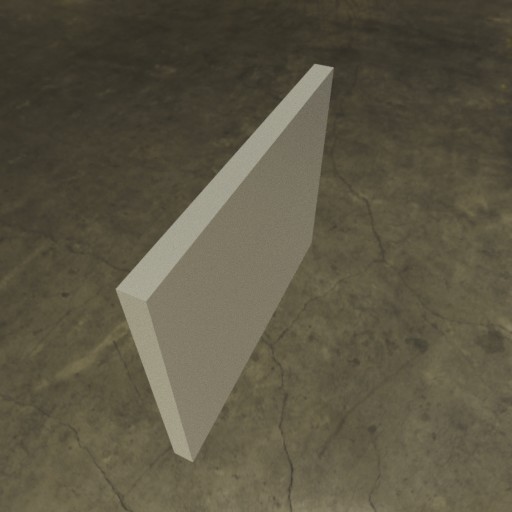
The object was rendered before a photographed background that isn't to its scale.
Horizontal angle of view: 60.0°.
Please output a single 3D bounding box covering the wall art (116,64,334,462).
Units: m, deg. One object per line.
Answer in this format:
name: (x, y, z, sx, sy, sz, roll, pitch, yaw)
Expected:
wall art: (0.000, 0.000, 1.411, 0.066, 0.801, 1.056, 19, 49, 17)
